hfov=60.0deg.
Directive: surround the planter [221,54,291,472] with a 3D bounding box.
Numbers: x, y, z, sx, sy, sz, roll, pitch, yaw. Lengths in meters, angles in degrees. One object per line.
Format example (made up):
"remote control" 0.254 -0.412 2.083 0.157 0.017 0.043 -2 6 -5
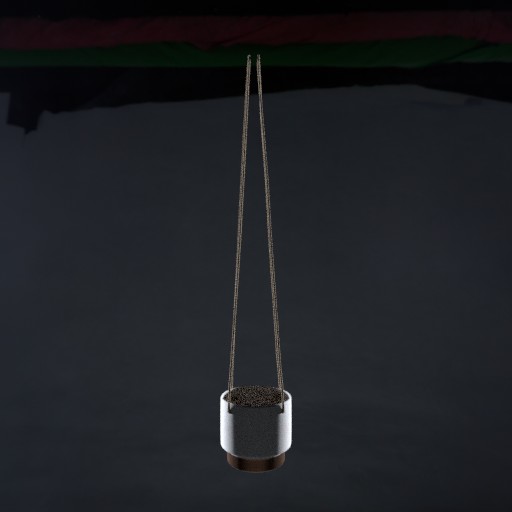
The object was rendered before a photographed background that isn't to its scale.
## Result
"planter" 0.000 0.000 0.920 0.146 0.841 0.146 0 -1 0
